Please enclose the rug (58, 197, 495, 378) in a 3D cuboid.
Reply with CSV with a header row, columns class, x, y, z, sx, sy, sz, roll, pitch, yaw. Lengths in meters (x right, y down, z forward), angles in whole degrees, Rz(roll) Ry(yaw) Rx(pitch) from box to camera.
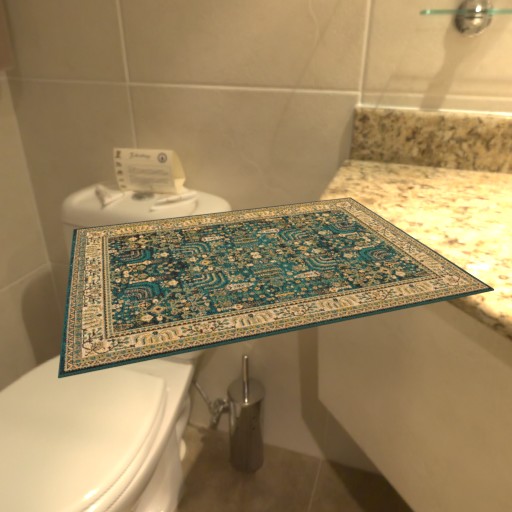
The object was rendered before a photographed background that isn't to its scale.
class,x,y,z,sx,sy,sz,roll,pitch,yaw
rug,0.000,0.000,2.783,2.213,0.013,1.594,-8,28,-16
